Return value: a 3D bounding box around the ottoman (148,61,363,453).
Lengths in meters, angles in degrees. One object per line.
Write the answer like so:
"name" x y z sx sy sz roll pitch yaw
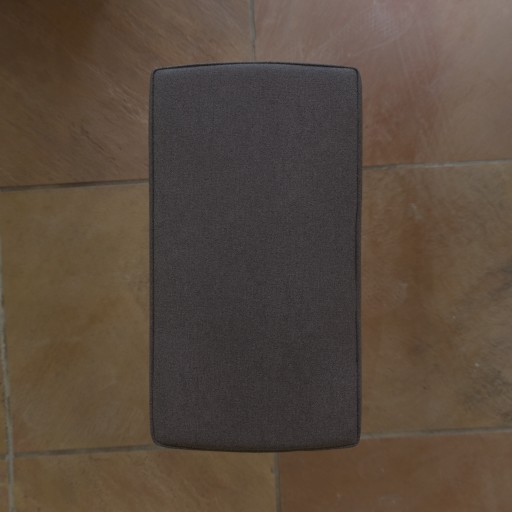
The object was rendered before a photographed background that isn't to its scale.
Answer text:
"ottoman" 0.000 0.000 1.153 0.490 0.448 0.864 0 91 1
